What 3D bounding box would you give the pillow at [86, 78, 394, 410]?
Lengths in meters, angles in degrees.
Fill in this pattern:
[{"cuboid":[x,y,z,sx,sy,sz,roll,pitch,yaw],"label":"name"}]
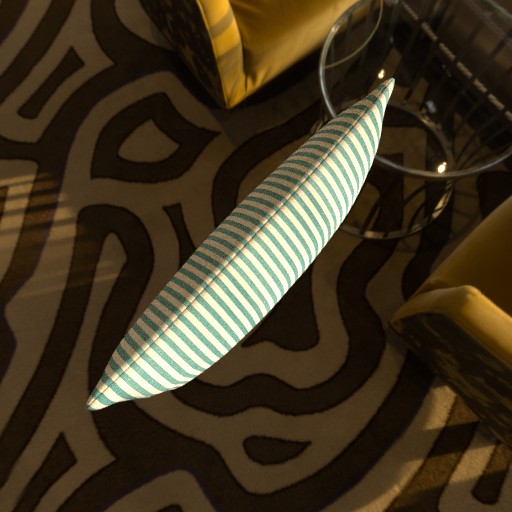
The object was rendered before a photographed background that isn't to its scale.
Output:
[{"cuboid":[0.000,0.000,0.731,0.151,0.295,0.617,40,78,10],"label":"pillow"}]
